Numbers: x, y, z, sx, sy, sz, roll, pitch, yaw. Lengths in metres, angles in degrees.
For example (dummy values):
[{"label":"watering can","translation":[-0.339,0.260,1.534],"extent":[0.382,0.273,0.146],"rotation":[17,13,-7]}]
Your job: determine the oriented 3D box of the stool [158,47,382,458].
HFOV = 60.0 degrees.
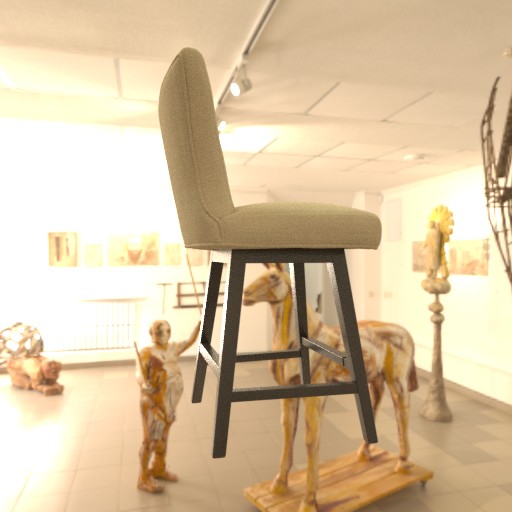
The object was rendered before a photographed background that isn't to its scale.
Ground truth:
[{"label":"stool","translation":[0.000,0.000,1.346],"extent":[0.574,1.000,0.514],"rotation":[0,0,-15]}]
